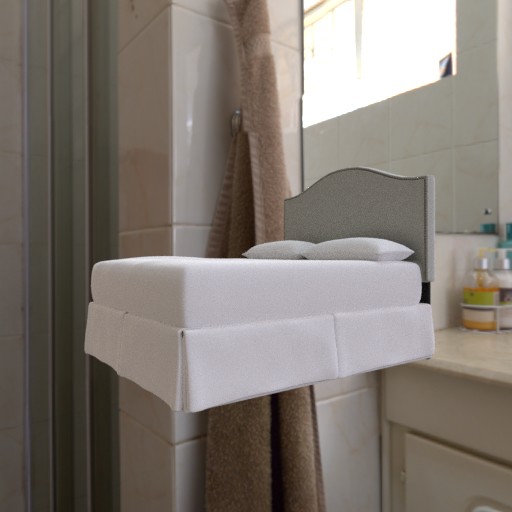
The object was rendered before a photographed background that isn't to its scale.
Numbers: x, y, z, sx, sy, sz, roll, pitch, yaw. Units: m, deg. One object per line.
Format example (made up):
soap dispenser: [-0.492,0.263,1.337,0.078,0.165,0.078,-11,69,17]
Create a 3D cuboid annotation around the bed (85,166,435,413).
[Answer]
bed: [0.000,0.000,3.476,2.180,1.607,1.813,0,0,-36]
